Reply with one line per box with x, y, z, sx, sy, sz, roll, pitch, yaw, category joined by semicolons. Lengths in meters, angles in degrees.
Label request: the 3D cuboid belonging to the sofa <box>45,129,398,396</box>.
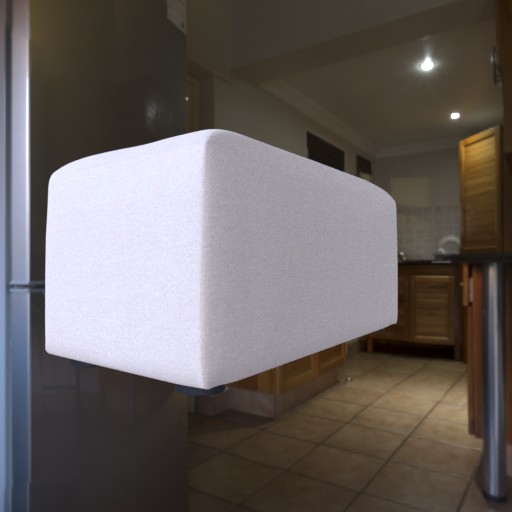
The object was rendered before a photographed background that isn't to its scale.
0.000;0.000;1.193;0.480;0.470;0.930;0;0;36;sofa
